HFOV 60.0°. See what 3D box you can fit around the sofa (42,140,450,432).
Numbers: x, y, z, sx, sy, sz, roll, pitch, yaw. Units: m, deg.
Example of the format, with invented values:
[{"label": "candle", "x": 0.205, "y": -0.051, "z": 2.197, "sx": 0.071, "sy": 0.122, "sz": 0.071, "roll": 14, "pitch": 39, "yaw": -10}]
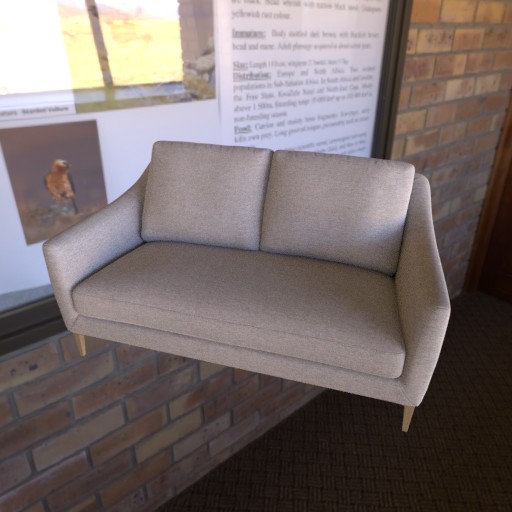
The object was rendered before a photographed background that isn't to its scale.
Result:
[{"label": "sofa", "x": 0.000, "y": 0.000, "z": 2.103, "sx": 1.619, "sy": 0.904, "sz": 0.960, "roll": 8, "pitch": 28, "yaw": 16}]
